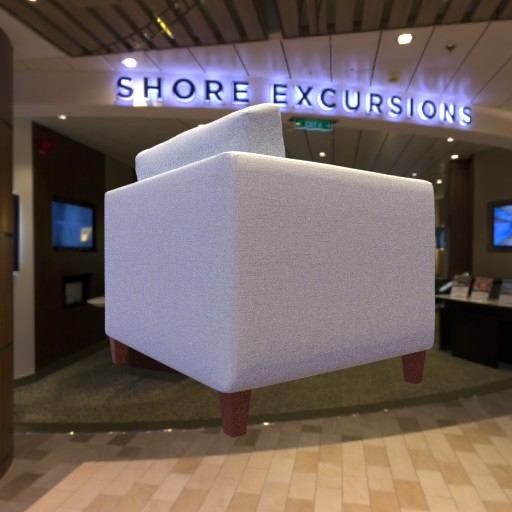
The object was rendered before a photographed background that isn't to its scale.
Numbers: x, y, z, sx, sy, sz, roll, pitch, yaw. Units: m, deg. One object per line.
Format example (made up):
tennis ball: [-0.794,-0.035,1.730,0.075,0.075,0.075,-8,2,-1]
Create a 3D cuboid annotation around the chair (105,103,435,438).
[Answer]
chair: [0.000,0.000,1.838,0.953,0.961,1.107,-1,1,-36]
